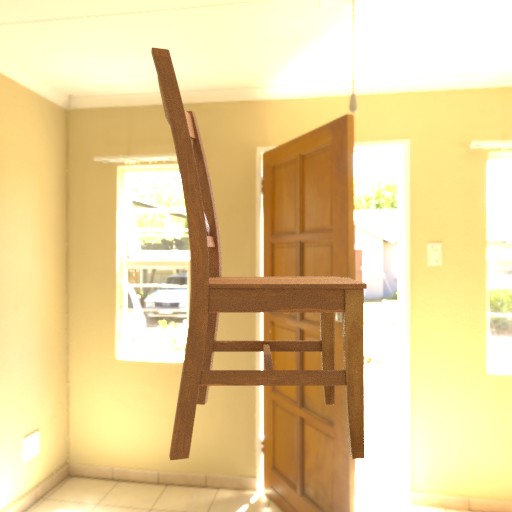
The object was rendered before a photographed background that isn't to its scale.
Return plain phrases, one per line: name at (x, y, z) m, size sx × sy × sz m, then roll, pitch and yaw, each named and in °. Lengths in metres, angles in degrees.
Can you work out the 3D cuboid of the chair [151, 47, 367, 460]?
chair at (0.000, 0.000, 1.286) m, size 0.542 × 0.983 × 0.485 m, roll 0°, pitch 0°, yaw 0°
